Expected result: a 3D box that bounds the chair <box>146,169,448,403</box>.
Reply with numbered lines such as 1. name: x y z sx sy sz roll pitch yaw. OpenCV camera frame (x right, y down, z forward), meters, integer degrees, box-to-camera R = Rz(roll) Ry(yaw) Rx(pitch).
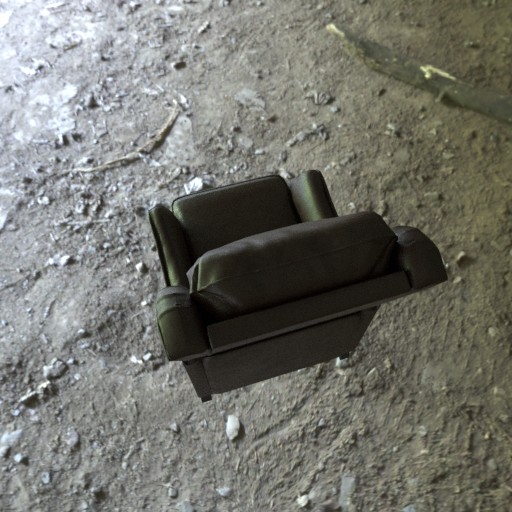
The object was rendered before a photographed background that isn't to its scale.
1. chair: 0.000 0.000 1.727 0.770 1.132 0.982 -15 60 -9
